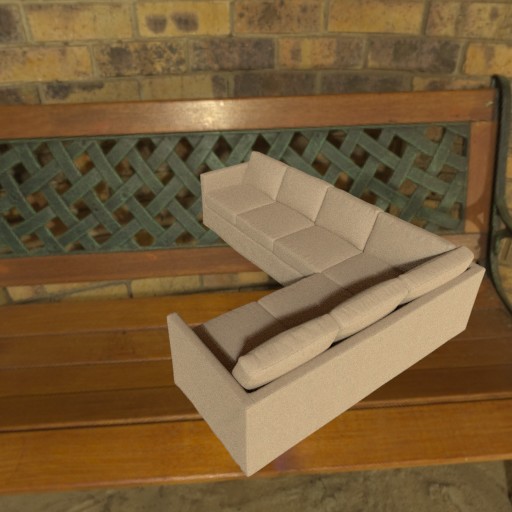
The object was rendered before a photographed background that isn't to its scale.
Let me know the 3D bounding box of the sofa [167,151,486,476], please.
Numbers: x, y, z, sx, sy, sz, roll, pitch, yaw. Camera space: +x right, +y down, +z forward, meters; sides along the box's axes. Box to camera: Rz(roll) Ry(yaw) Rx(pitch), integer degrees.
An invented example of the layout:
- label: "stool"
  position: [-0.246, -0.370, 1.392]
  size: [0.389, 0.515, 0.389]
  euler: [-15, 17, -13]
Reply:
- label: "sofa"
  position: [0.000, 0.000, 4.278]
  size: [2.432, 0.871, 3.182]
  euler: [-21, 38, -29]
